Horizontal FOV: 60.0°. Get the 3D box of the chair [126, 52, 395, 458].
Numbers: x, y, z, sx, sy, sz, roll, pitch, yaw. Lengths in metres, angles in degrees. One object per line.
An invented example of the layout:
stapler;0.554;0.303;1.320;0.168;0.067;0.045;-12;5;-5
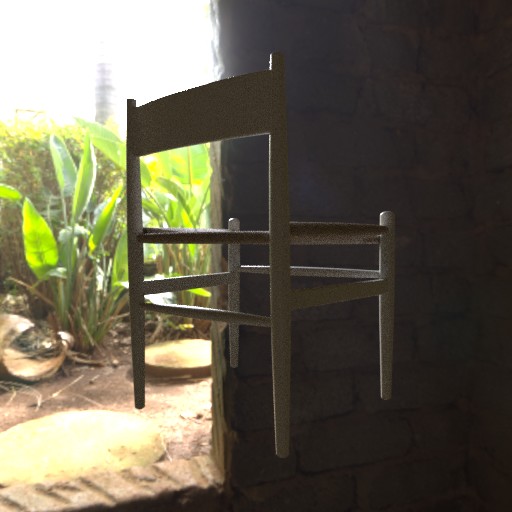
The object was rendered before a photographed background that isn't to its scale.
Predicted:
chair;0.000;0.000;1.133;0.556;0.762;0.495;1;2;36
